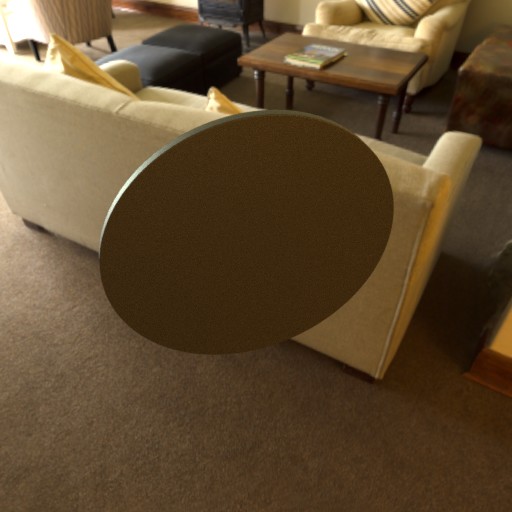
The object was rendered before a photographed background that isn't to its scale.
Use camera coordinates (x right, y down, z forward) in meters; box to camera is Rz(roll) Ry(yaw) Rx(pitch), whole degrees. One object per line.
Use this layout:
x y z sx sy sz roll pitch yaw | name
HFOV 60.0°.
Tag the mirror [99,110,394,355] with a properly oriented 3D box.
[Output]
0.000 0.000 1.613 1.077 1.077 0.036 -11 42 -12 | mirror
